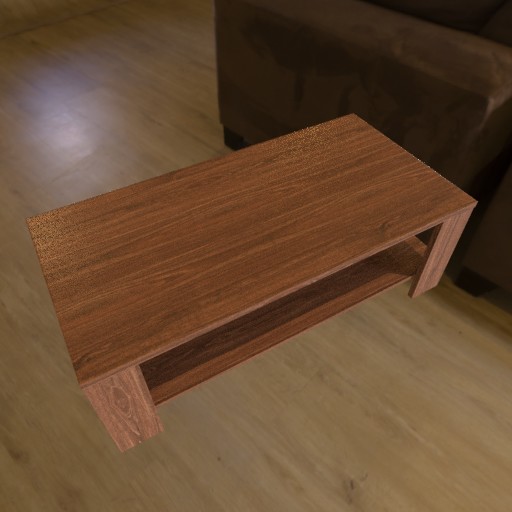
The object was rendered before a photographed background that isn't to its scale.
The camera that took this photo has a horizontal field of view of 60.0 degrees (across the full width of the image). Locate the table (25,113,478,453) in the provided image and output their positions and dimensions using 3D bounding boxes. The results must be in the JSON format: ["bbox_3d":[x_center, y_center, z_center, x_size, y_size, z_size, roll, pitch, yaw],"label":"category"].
[{"bbox_3d":[0.000,0.000,1.459,1.200,0.400,0.600,-23,51,-20],"label":"table"}]
